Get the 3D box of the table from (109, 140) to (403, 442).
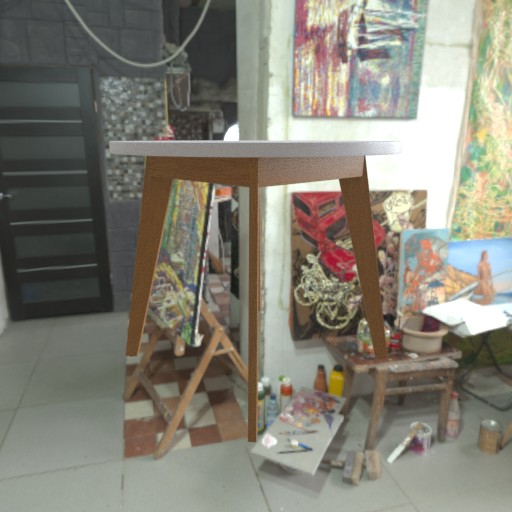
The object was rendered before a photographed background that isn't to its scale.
[{"bbox_3d":[0.000,0.000,1.517,0.896,0.762,0.896,0,15,0],"label":"table"}]
